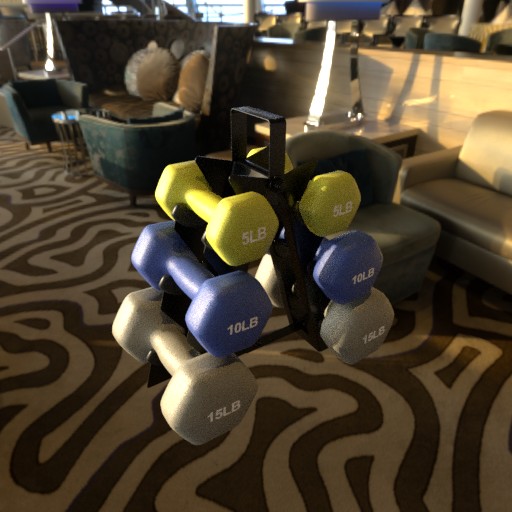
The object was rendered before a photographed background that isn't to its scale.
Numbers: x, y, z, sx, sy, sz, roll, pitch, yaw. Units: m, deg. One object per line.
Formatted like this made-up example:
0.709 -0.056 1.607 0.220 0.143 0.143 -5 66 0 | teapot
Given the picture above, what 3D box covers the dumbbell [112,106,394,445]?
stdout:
0.000 0.000 0.678 0.416 0.426 0.261 -18 34 -29 | dumbbell
